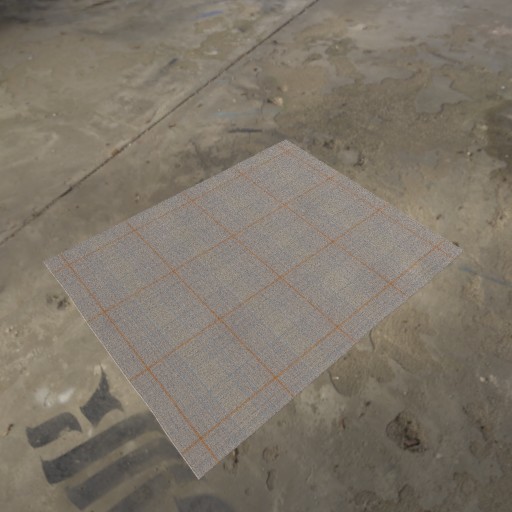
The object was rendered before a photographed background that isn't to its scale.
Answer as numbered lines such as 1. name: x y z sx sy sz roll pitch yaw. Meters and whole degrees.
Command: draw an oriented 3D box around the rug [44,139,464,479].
1. rug: 0.000 0.000 4.111 3.051 0.021 2.448 -32 56 -26
